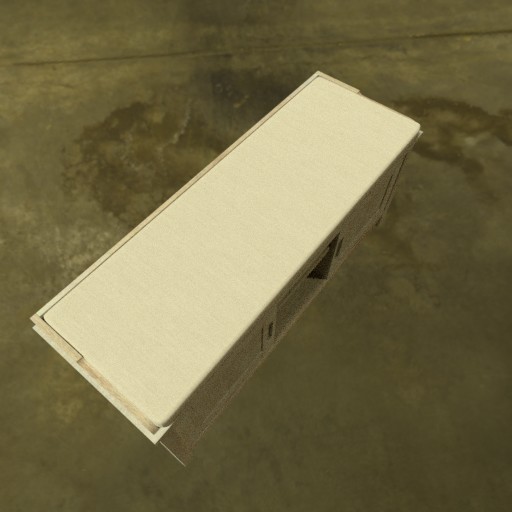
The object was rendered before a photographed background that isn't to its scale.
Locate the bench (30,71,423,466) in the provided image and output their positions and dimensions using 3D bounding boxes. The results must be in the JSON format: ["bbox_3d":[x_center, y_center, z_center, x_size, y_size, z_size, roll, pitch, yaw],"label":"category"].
[{"bbox_3d":[0.000,0.000,1.355,0.398,0.501,1.140,34,64,19],"label":"bench"}]
